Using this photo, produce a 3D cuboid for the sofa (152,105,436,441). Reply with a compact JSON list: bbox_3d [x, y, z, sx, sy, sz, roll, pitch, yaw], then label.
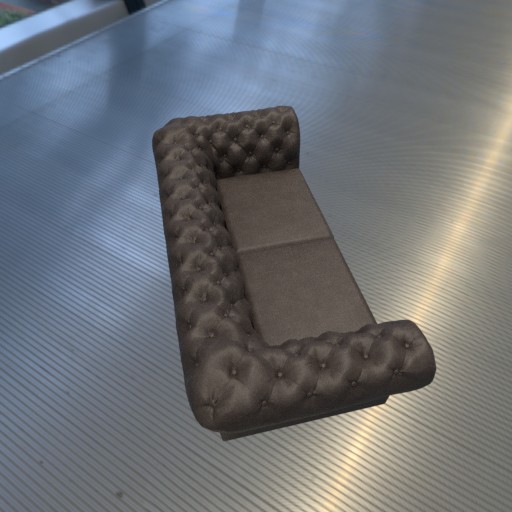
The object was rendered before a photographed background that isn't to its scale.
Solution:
[{"bbox_3d":[0.000,0.000,2.468,0.944,0.779,2.048,-10,48,-9],"label":"sofa"}]
